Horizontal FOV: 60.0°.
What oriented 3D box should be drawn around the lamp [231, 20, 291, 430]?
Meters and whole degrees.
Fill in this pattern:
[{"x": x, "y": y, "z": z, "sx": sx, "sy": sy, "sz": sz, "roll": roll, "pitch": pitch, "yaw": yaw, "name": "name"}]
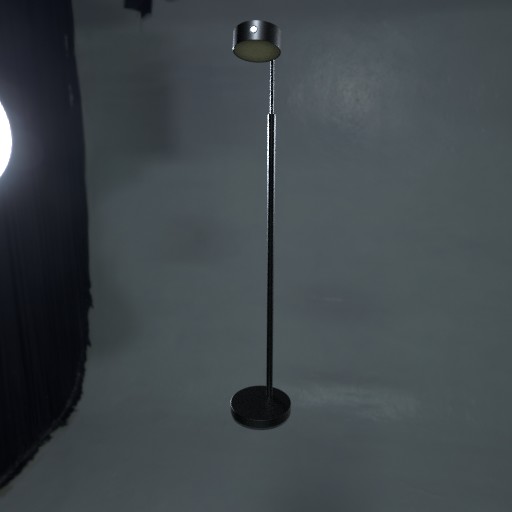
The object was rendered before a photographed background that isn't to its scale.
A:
[{"x": 0.000, "y": 0.000, "z": 1.366, "sx": 0.219, "sy": 1.230, "sz": 0.418, "roll": 3, "pitch": 15, "yaw": 10, "name": "lamp"}]
